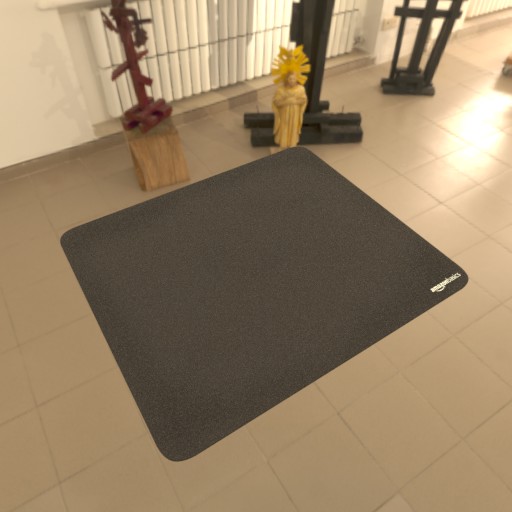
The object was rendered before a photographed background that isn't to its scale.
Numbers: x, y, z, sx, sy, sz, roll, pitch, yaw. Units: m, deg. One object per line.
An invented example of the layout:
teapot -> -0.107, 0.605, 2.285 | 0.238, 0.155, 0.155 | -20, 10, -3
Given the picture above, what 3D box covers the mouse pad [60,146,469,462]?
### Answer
mouse pad -> 0.000, 0.000, 0.624 | 0.451, 0.002, 0.393 | -25, 51, -22
